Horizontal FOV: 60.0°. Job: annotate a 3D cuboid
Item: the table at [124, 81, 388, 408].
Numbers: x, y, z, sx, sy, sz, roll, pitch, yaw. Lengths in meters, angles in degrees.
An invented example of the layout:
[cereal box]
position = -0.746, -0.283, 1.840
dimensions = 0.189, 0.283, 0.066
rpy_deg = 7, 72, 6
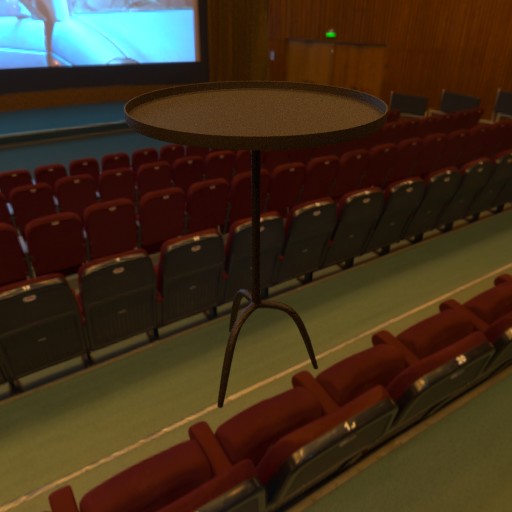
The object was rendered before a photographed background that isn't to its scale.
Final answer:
[table]
position = 0.000, 0.000, 1.045
dimensions = 0.502, 0.700, 0.502
rpy_deg = -18, 35, -28
